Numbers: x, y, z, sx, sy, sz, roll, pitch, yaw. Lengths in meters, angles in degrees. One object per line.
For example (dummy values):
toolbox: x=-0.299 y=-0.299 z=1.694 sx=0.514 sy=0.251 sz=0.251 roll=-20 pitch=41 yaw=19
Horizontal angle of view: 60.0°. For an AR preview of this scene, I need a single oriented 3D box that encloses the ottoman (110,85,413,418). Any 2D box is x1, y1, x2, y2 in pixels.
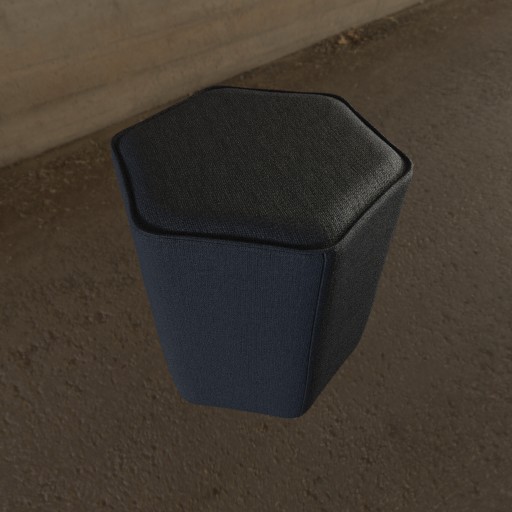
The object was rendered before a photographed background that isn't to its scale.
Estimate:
ottoman: x=0.000 y=0.000 z=0.878 sx=0.492 sy=0.505 sz=0.454 roll=9 pitch=47 yaw=9
